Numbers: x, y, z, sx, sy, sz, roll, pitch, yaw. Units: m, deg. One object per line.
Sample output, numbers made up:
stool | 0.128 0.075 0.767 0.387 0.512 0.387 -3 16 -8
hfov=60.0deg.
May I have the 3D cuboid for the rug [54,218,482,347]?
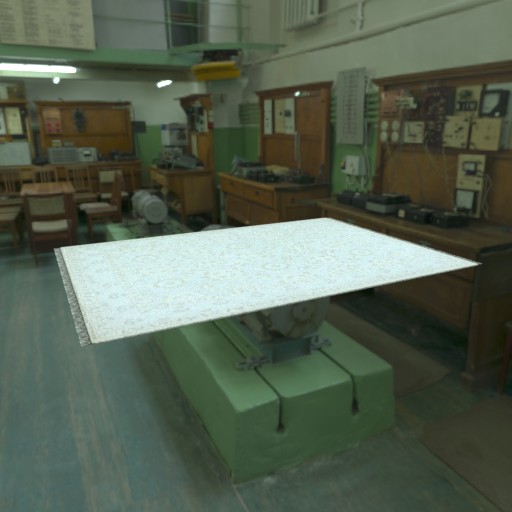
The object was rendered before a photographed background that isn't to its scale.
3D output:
rug | 0.000 0.000 2.776 2.233 0.011 1.514 -8 18 -26
